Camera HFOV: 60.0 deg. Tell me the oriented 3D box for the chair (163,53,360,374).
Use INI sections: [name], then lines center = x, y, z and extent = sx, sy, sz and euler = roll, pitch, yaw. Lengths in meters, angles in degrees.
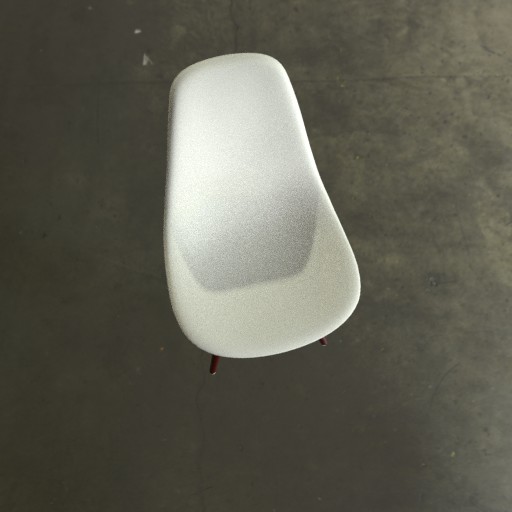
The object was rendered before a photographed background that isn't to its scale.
[chair]
center = 0.000, 0.000, 1.168
extent = 0.470, 0.826, 0.533
euler = -13, 65, -6
